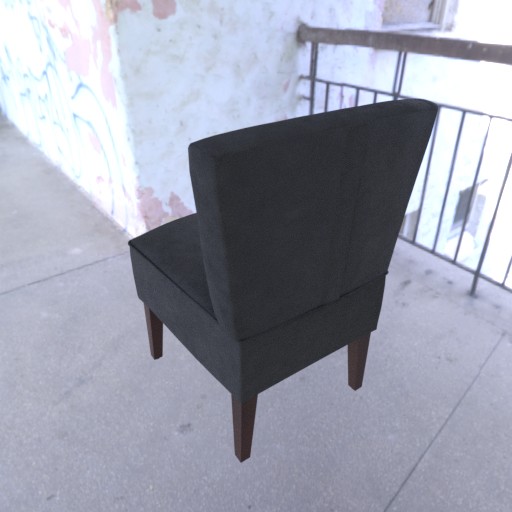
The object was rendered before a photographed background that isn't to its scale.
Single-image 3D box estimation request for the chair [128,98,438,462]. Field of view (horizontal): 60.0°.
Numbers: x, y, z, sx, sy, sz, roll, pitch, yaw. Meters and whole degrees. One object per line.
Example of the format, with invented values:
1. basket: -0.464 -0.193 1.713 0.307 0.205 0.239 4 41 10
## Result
1. chair: 0.000 0.000 1.128 0.521 0.806 0.554 -20 37 -29
